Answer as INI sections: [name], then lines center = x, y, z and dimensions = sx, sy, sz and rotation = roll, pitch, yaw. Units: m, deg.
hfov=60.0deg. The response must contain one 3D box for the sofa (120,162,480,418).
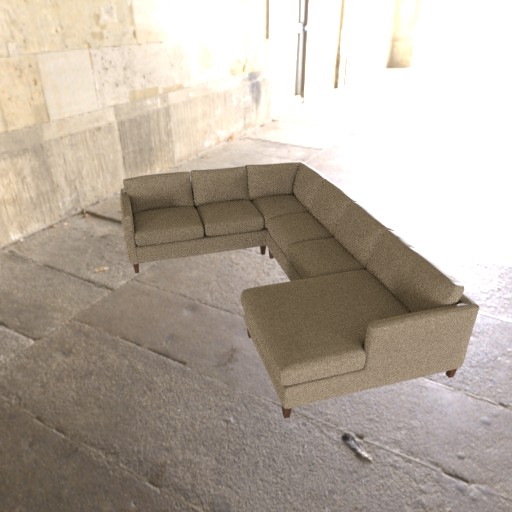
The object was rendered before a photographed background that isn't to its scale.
[sofa]
center = 0.000, 0.000, 4.592
dimensions = 2.593, 0.959, 3.460
rotation = -8, 30, -15
